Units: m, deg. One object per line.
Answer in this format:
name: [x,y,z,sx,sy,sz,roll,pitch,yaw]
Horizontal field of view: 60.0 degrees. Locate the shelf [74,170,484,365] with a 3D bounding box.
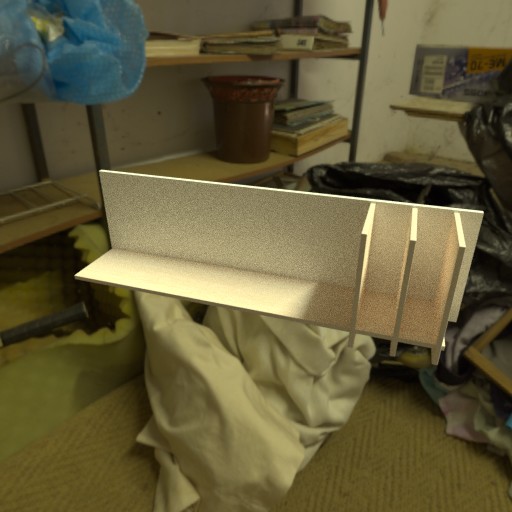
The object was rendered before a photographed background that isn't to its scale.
shelf: [0.000,0.000,1.135,1.020,0.300,0.200,9,29,16]
